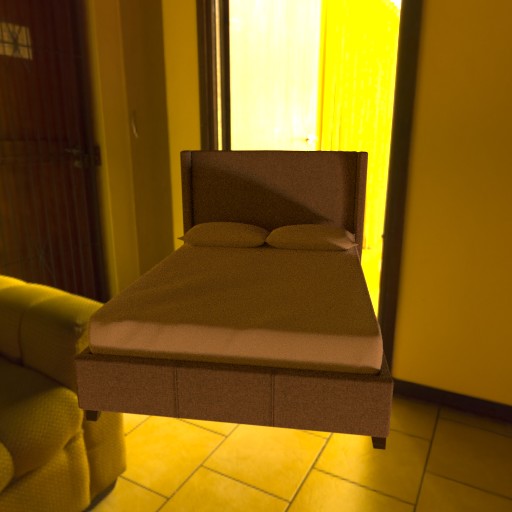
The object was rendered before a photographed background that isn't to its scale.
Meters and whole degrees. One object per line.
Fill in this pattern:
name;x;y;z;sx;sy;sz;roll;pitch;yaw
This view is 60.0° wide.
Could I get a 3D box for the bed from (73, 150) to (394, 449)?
bed;0.000;0.000;3.292;1.714;1.481;2.245;2;15;8
